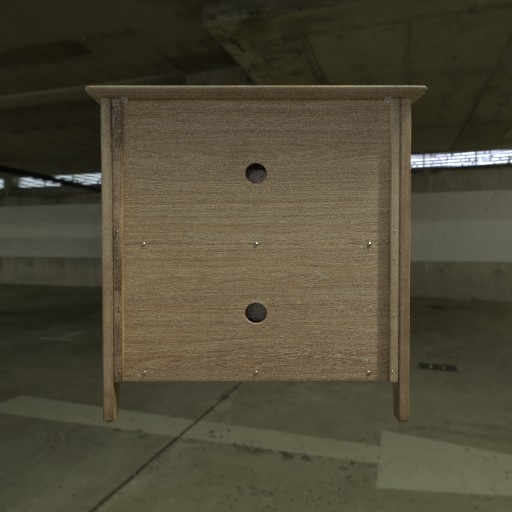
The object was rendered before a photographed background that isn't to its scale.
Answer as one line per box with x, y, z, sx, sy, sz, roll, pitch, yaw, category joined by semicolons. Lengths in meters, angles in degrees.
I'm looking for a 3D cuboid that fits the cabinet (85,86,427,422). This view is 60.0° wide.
0.000;0.000;1.235;0.763;0.762;0.503;0;1;0;cabinet
